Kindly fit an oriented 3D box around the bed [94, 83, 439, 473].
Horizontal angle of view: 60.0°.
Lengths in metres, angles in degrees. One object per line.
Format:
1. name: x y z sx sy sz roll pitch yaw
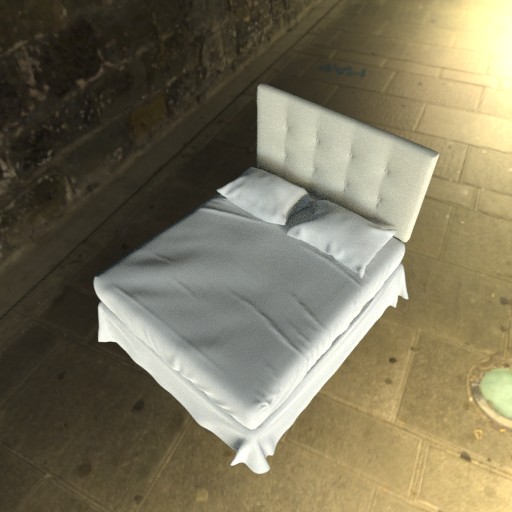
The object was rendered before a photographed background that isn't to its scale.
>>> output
1. bed: 0.000 0.000 3.471 1.936 1.577 2.222 32 55 27
